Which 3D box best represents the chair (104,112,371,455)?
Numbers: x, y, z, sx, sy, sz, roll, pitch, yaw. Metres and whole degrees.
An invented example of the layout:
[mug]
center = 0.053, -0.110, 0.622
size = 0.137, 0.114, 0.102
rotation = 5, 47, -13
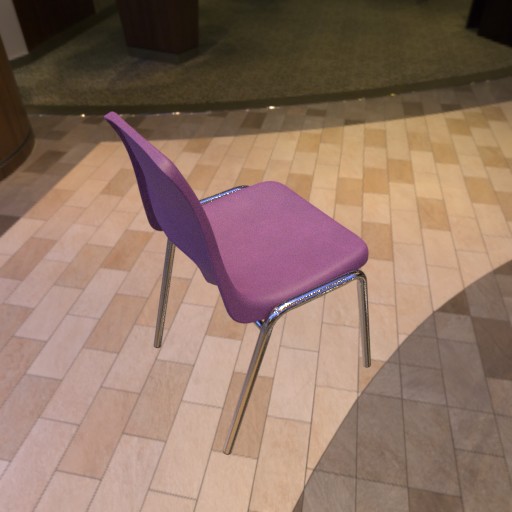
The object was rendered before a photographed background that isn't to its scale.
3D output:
[chair]
center = 0.000, 0.000, 0.904
size = 0.432, 0.654, 0.381
rotation = -24, 46, -26
